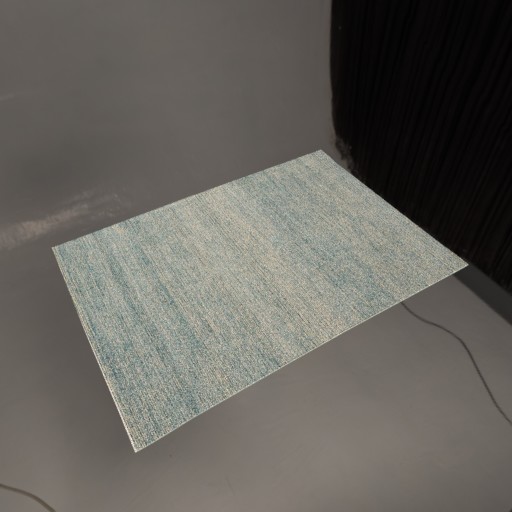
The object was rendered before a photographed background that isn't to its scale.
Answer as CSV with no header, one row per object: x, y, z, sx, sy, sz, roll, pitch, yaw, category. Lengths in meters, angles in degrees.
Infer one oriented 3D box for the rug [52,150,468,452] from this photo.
0.000,0.000,5.232,4.078,0.052,2.802,-24,51,-21,rug
